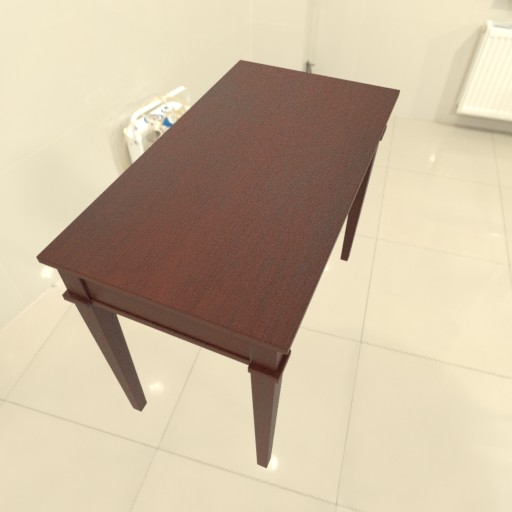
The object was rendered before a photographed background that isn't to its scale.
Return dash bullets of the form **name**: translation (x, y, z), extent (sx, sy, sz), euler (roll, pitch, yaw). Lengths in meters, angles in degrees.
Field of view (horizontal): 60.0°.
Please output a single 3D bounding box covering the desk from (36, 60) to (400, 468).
- **desk**: translation (0.000, 0.000, 1.422), extent (0.549, 0.762, 1.001), euler (18, 50, 15)
